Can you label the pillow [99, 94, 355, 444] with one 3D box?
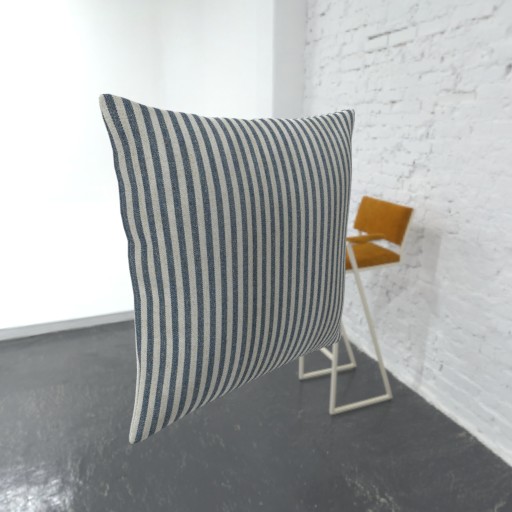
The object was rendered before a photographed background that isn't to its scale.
[{"bbox_3d":[0.000,0.000,0.780,0.523,0.510,0.166,-14,20,-40],"label":"pillow"}]
